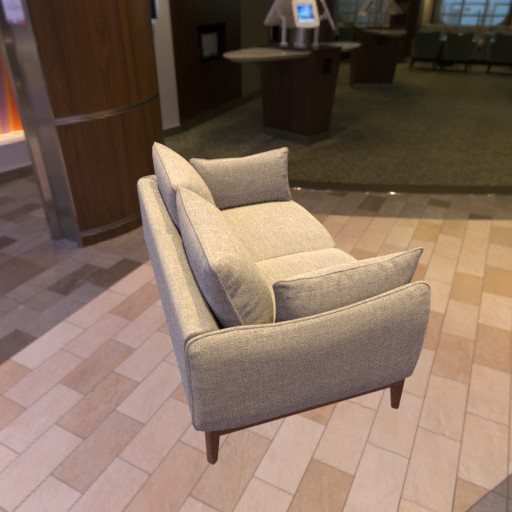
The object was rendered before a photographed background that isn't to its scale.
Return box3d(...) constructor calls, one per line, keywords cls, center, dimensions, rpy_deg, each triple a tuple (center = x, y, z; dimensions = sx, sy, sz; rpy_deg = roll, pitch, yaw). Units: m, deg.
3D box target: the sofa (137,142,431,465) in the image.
box3d(cls="sofa", center=(0.000, 0.000, 2.195), dimensions=(0.972, 0.851, 1.580), rpy_deg=(-10, 32, -16))
